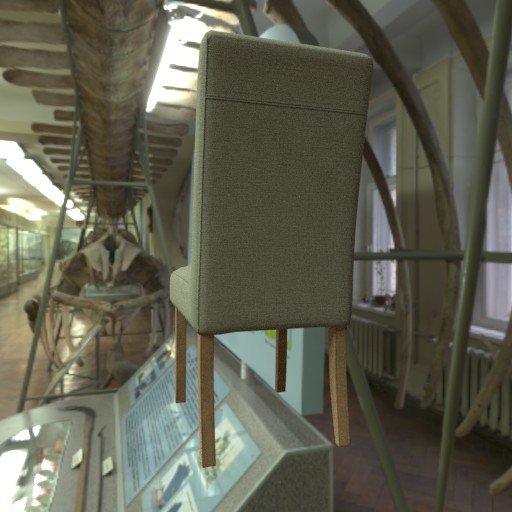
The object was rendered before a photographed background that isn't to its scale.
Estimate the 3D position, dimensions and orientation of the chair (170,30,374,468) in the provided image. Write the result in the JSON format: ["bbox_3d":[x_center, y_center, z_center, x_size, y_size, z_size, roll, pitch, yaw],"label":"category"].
[{"bbox_3d":[0.000,0.000,1.335,0.450,1.033,0.611,0,1,-18],"label":"chair"}]
